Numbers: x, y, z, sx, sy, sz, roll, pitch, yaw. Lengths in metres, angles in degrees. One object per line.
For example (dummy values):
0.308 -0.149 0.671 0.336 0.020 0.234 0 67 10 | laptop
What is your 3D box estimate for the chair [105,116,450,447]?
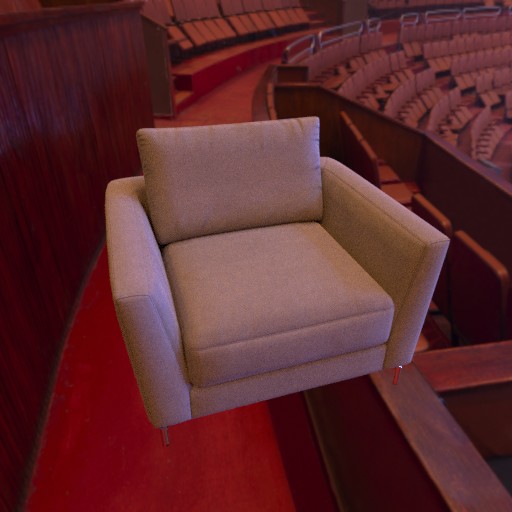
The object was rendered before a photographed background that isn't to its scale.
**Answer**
0.000 0.000 1.694 1.041 0.864 0.889 -9 32 -15 | chair
